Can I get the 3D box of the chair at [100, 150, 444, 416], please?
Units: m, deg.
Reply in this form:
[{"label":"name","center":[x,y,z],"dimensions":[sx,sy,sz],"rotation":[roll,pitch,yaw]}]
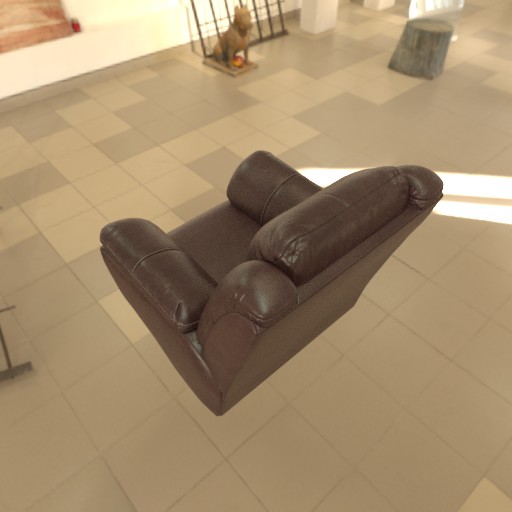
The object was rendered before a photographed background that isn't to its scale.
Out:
[{"label":"chair","center":[0.000,0.000,1.919],"dimensions":[0.990,1.093,1.041],"rotation":[-33,54,-28]}]
